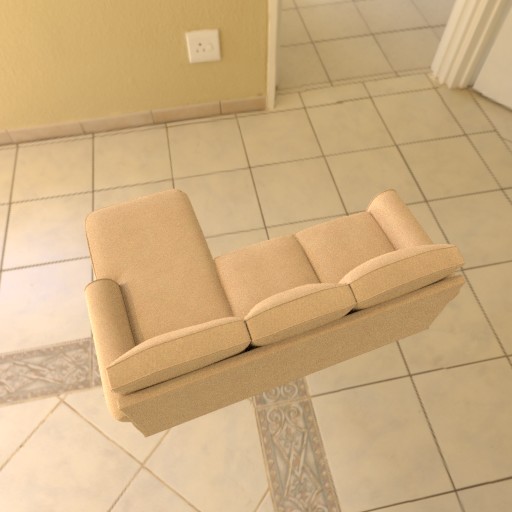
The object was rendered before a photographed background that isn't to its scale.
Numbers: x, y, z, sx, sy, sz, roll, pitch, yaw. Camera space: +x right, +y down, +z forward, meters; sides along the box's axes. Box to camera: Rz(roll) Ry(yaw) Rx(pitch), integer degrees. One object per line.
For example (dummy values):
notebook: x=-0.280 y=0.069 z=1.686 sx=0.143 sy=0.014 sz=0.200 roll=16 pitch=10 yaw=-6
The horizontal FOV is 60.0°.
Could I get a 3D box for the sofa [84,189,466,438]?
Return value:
sofa: x=0.000 y=0.000 z=2.383 sx=1.770 sy=0.734 sz=1.226 roll=-18 pitch=60 yaw=-11
